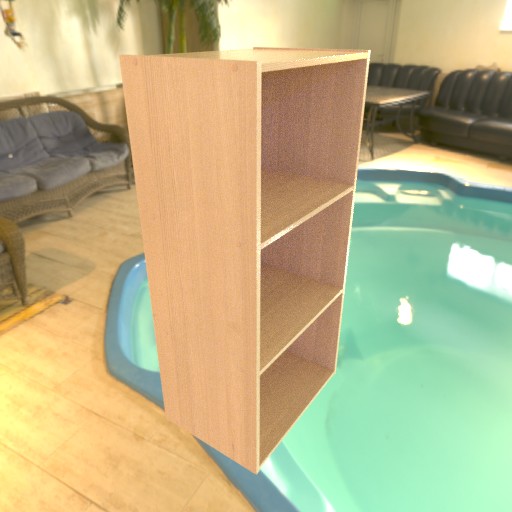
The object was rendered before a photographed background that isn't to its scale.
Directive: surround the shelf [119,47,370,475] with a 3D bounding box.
[{"bbox_3d":[0.000,0.000,1.048,0.292,0.876,0.417,18,32,31],"label":"shelf"}]
